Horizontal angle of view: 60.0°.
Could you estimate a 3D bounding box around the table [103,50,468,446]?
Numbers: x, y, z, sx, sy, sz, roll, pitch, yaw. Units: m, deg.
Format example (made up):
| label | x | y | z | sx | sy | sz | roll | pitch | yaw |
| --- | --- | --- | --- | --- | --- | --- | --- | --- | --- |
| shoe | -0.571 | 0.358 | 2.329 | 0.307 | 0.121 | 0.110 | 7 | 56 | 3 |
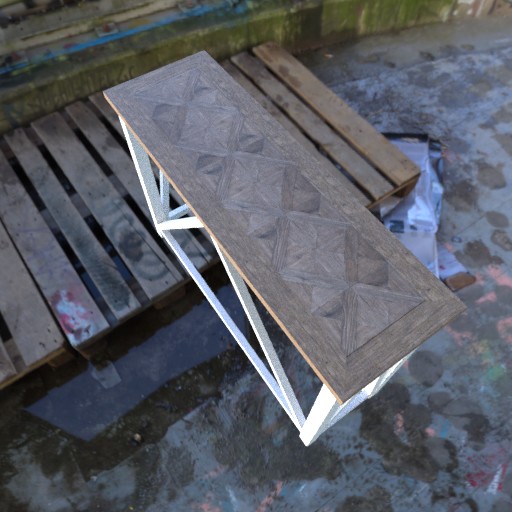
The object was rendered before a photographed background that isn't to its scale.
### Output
| label | x | y | z | sx | sy | sz | roll | pitch | yaw |
| --- | --- | --- | --- | --- | --- | --- | --- | --- | --- |
| table | 0.000 | 0.000 | 1.845 | 0.450 | 0.930 | 1.400 | -30 | 63 | -17 |
